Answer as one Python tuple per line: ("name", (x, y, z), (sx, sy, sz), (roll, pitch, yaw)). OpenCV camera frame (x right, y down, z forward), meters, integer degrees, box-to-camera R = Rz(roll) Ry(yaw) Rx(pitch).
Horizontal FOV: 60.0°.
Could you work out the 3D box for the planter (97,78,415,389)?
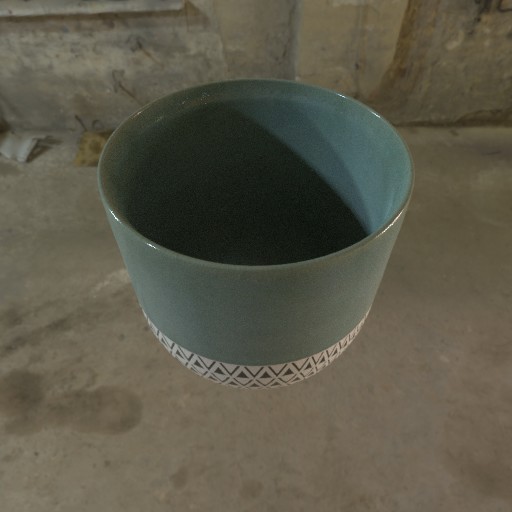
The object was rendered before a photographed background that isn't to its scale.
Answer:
("planter", (0.000, 0.000, 0.480), (0.266, 0.270, 0.266), (0, 48, 0))
